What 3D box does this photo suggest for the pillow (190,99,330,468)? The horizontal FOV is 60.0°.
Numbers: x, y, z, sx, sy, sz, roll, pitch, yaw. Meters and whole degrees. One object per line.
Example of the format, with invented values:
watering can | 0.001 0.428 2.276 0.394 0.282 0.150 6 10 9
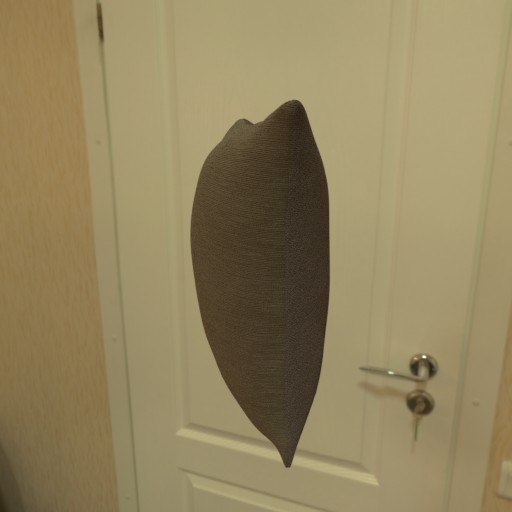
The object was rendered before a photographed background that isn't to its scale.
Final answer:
pillow | 0.000 0.000 0.704 0.204 0.439 0.452 -2 15 -8
